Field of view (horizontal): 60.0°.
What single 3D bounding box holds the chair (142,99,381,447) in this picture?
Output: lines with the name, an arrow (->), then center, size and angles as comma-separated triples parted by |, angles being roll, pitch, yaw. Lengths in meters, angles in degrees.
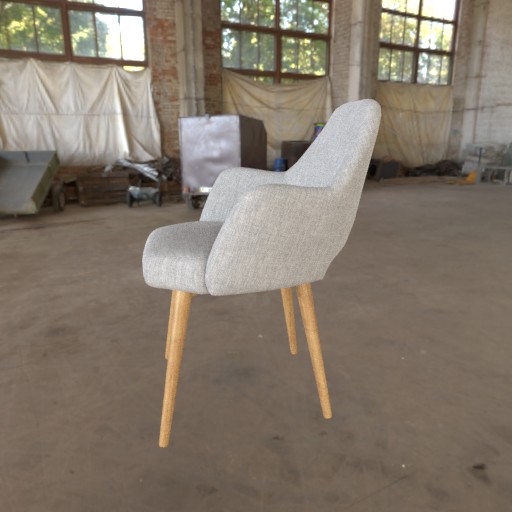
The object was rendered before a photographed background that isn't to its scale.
chair -> 0.000, 0.000, 1.257 | 0.610, 0.840, 0.590 | -2, 15, -9
